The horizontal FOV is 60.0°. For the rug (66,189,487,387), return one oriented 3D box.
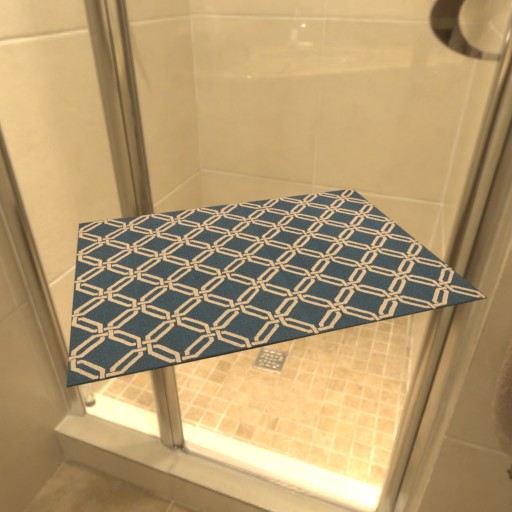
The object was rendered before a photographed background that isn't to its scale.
[{"bbox_3d":[0.000,0.000,4.311,3.342,0.018,2.432,-9,33,-14],"label":"rug"}]
